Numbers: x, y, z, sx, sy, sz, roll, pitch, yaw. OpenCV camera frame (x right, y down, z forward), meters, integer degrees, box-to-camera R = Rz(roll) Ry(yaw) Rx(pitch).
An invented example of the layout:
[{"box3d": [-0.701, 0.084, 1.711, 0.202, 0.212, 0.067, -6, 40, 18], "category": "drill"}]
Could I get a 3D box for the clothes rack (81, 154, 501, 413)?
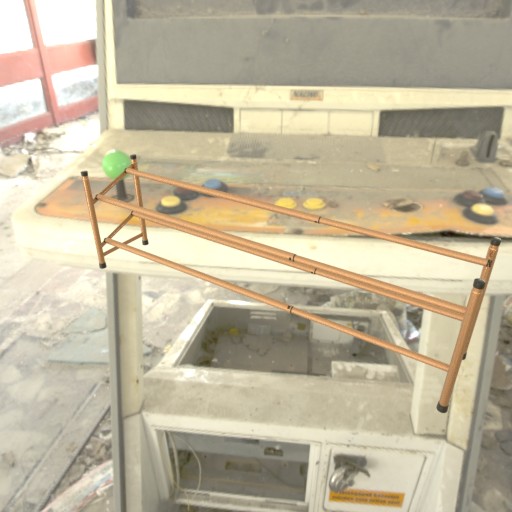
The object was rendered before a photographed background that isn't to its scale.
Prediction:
[{"box3d": [0.000, 0.000, 1.269, 1.168, 0.349, 0.229, 18, 34, 28], "category": "clothes rack"}]
